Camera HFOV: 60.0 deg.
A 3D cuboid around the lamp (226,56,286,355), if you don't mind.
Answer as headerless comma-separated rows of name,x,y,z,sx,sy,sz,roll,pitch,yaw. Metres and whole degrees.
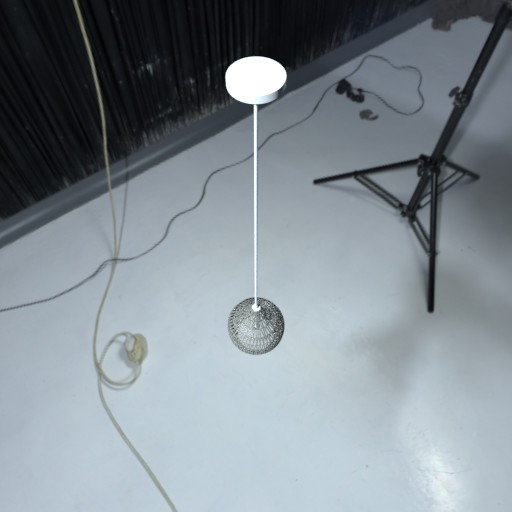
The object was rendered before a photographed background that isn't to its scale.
lamp,0.000,0.000,2.039,0.355,1.919,0.355,-33,64,-18
